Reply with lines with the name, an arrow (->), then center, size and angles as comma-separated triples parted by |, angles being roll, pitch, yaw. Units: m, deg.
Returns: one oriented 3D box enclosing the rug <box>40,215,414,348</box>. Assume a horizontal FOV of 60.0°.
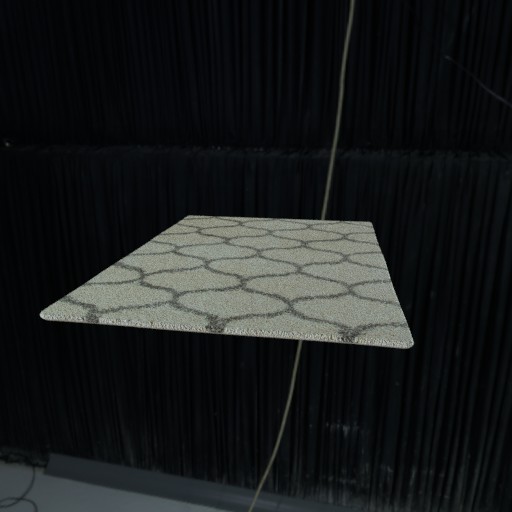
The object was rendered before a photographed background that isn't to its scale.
rug -> 0.000, 0.000, 2.127 | 1.200, 0.025, 1.600 | 3, 17, 9
